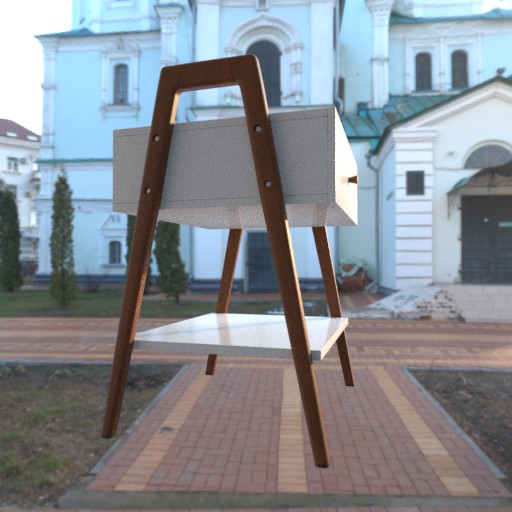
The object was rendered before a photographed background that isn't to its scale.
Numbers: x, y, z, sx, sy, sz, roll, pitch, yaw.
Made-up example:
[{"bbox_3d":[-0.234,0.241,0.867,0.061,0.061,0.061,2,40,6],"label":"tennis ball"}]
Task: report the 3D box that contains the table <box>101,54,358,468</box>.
[{"bbox_3d":[0.000,0.000,0.900,0.405,0.610,0.457,0,-1,17],"label":"table"}]
